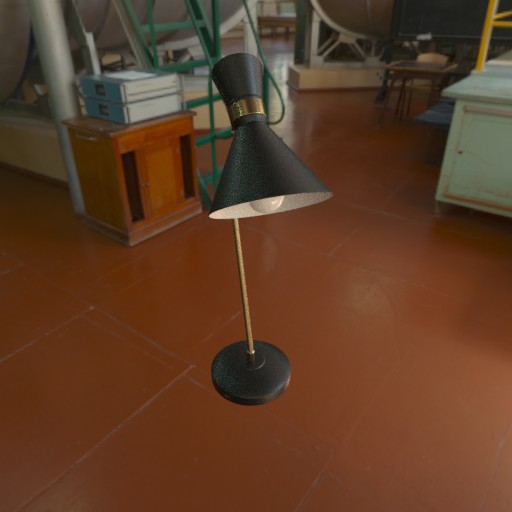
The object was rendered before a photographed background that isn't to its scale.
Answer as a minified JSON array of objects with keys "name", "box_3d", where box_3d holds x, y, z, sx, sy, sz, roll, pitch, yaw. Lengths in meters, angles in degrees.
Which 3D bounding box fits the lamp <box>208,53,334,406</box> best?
[{"name":"lamp","box_3d":[0.000,0.000,0.784,0.189,0.647,0.292,-10,32,-16]}]
